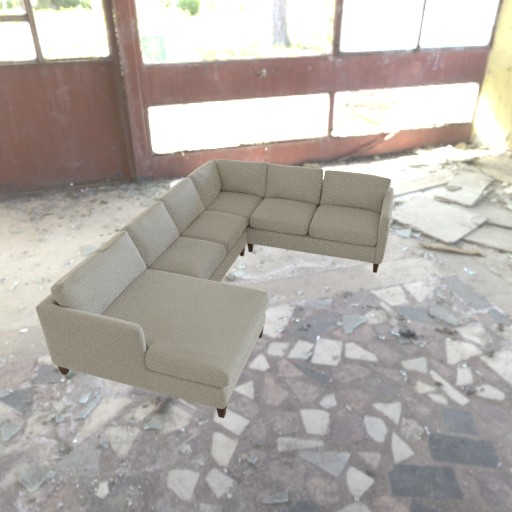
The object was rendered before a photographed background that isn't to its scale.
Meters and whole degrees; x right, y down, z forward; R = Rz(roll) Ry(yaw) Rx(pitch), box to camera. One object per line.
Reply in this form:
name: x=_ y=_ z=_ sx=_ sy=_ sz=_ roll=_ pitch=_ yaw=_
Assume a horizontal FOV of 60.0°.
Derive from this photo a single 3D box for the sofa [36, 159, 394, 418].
sofa: x=0.000 y=0.000 z=4.648 sx=2.593 sy=0.956 sz=3.459 roll=9 pitch=32 yaw=15
